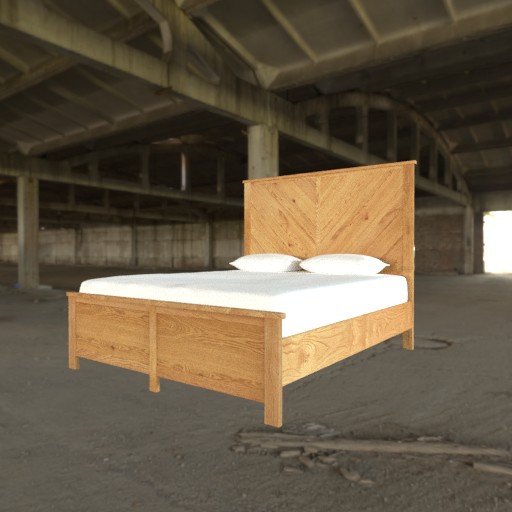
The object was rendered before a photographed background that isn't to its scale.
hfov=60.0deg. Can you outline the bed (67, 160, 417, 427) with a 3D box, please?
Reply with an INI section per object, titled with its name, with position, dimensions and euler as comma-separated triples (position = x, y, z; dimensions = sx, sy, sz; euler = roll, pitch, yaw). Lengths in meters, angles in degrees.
[bed]
position = 0.000, 0.000, 3.657
dimensions = 1.936, 1.686, 2.201
euler = 1, 1, 36
